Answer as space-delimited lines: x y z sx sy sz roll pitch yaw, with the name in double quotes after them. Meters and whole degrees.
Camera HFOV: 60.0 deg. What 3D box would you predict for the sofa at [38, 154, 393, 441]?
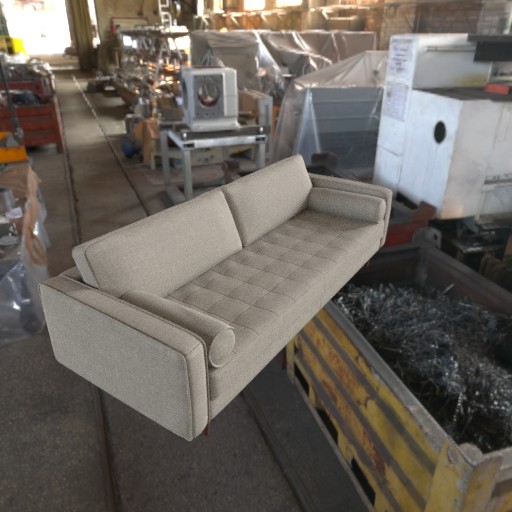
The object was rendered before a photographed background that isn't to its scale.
0.000 0.000 2.634 0.914 0.762 2.211 17 32 30 "sofa"
